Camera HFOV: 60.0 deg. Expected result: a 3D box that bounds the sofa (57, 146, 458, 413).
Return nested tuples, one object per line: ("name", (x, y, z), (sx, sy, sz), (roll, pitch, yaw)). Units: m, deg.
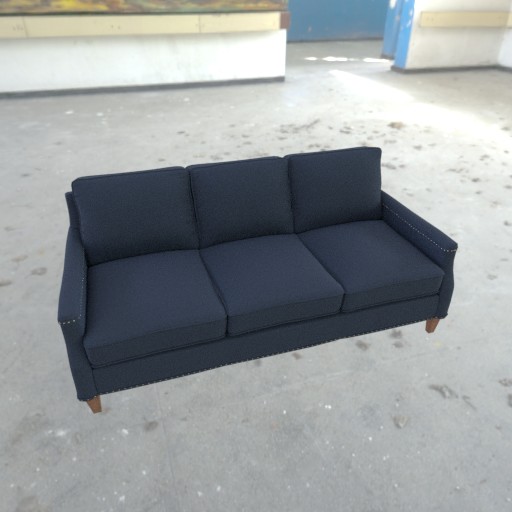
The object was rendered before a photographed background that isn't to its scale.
("sofa", (0.000, 0.000, 2.780), (2.246, 1.003, 1.084), (-10, 33, -15))
